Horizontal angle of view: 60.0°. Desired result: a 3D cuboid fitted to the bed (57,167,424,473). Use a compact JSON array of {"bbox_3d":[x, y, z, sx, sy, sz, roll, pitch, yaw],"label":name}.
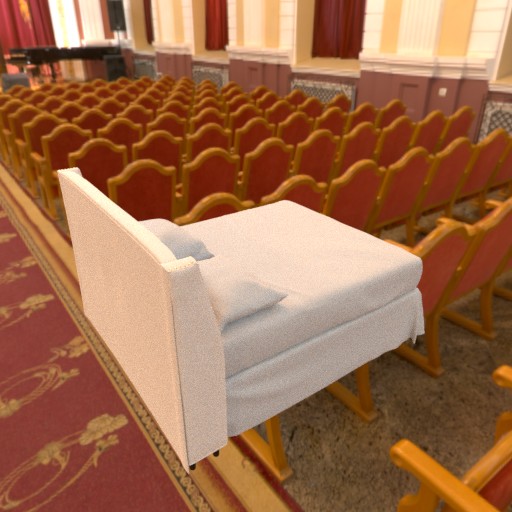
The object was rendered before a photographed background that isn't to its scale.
[{"bbox_3d":[0.000,0.000,3.430,2.276,1.332,1.925,-18,32,-31],"label":"bed"}]
